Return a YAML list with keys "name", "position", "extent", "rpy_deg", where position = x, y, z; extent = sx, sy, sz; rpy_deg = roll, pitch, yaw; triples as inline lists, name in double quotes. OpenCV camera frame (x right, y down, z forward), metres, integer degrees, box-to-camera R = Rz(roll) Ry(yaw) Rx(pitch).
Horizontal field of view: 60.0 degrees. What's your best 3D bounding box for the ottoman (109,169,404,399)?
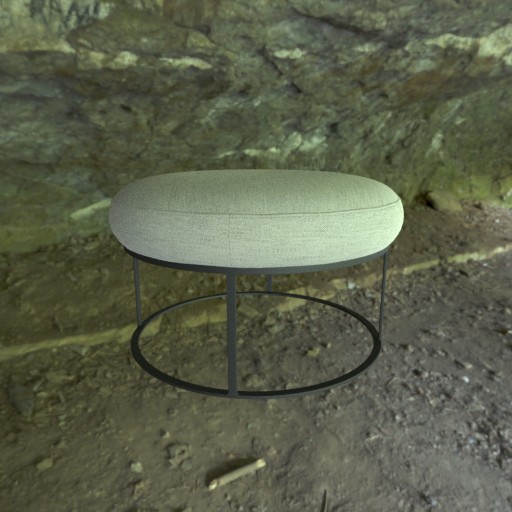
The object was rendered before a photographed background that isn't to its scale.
- name: "ottoman"
  position: [0.000, 0.000, 1.242]
  extent: [0.769, 0.459, 0.769]
  rpy_deg: [0, 14, 0]
